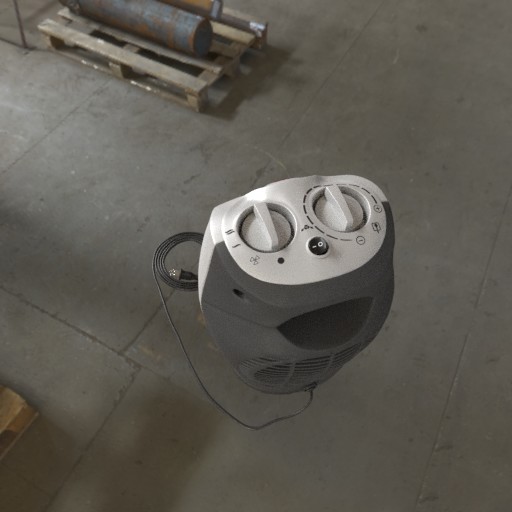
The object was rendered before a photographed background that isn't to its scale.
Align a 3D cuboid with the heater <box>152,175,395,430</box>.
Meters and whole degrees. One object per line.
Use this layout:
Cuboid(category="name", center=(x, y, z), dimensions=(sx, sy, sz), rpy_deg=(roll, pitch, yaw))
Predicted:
Cuboid(category="heater", center=(0.000, 0.000, 0.473), dimensions=(0.239, 0.255, 0.291), rpy_deg=(-15, 58, -9))
